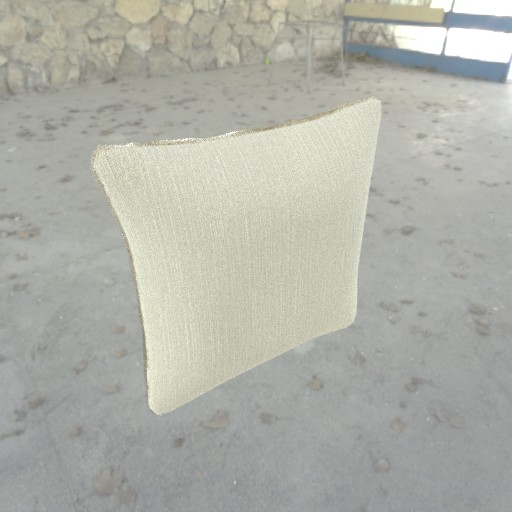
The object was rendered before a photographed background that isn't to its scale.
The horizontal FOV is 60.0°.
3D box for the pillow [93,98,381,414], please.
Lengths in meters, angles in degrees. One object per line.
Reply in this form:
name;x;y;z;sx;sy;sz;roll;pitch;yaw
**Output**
pillow;0.000;0.000;0.827;0.538;0.525;0.216;-19;36;-29
